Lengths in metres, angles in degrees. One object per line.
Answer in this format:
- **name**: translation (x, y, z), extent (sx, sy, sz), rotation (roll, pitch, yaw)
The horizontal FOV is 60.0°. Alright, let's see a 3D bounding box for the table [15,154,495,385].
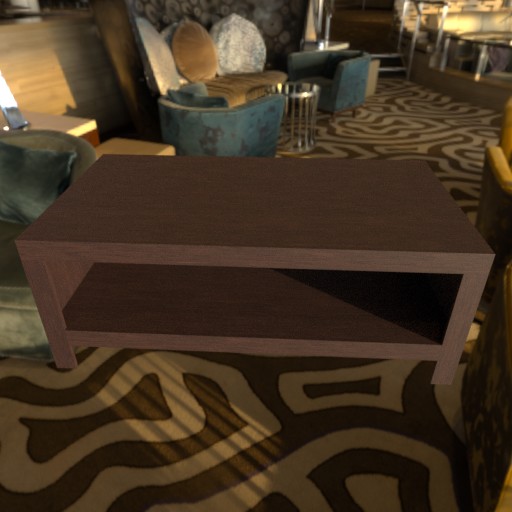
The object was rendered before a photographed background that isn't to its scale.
- **table**: translation (0.000, 0.000, 1.376), extent (1.099, 0.424, 0.597), rotation (2, 32, 3)
